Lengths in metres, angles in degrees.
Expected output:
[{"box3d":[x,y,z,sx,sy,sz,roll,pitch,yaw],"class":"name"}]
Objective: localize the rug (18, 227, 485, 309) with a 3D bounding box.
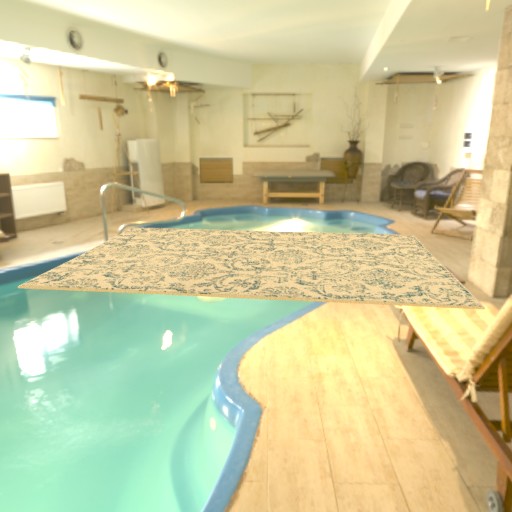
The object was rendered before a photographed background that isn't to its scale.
[{"box3d":[0.000,0.000,3.445,2.746,0.018,1.819,2,15,7],"class":"rug"}]
